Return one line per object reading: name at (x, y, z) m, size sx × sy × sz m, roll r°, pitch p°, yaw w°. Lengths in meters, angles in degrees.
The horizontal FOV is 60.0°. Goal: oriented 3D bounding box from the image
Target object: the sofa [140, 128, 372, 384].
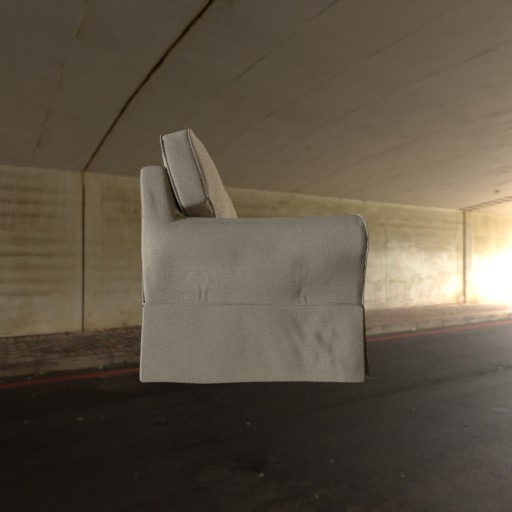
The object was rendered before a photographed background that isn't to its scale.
sofa at (0.000, 0.000, 2.742) m, size 0.900 × 1.014 × 2.246 m, roll 0°, pitch -1°, yaw 0°
